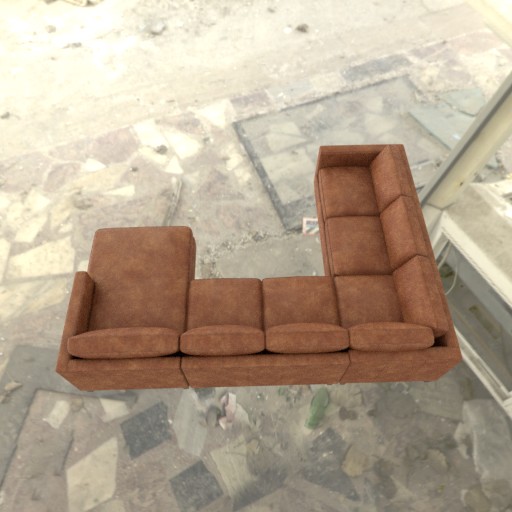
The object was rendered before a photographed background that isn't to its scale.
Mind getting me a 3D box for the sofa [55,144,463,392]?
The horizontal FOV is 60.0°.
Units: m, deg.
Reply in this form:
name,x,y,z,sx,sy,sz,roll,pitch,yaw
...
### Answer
name,x,y,z,sx,sy,sz,roll,pitch,yaw
sofa,0.000,0.000,4.475,3.324,0.888,2.452,-1,59,-1
